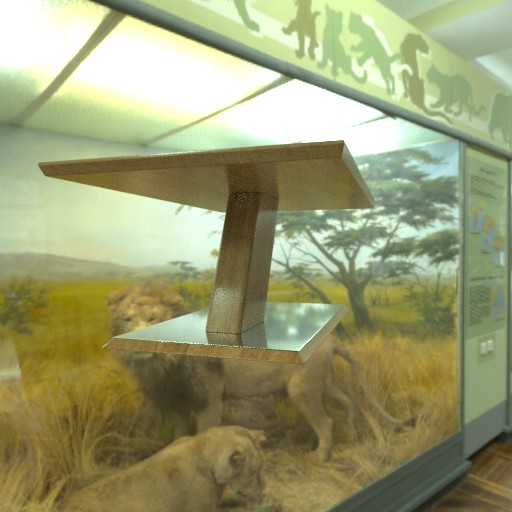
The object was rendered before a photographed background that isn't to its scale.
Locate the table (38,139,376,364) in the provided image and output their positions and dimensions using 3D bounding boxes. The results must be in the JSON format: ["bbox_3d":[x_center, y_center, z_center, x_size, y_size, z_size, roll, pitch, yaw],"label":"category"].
[{"bbox_3d":[0.000,0.000,1.433,0.692,0.441,1.100,0,1,18],"label":"table"}]
